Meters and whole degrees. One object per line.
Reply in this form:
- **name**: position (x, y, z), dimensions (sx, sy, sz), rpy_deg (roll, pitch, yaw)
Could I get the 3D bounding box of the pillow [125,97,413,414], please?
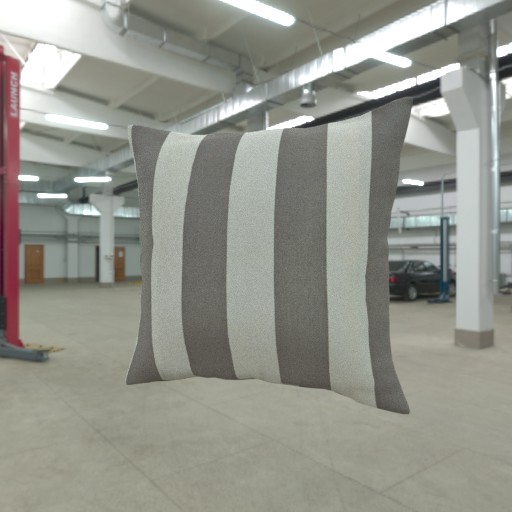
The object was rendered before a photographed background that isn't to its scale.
- **pillow**: position (0.000, 0.000, 0.782), dimensions (0.522, 0.507, 0.192), rpy_deg (0, 0, 17)
